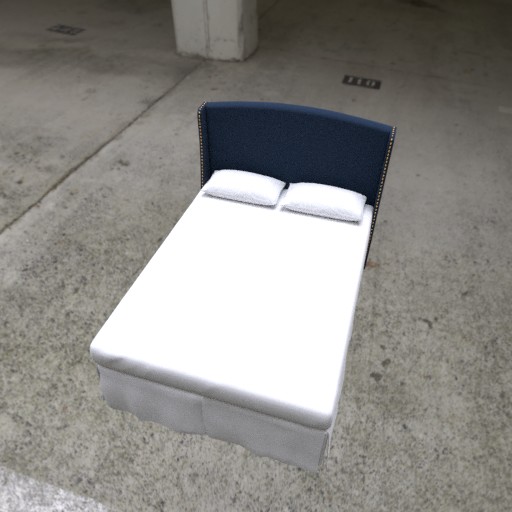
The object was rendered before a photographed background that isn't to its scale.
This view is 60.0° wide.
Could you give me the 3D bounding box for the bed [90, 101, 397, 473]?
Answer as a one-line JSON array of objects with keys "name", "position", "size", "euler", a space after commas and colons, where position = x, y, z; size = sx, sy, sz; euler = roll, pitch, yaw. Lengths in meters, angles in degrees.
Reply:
[{"name": "bed", "position": [0.000, 0.000, 3.232], "size": [1.604, 1.402, 2.223], "euler": [12, 44, 13]}]
